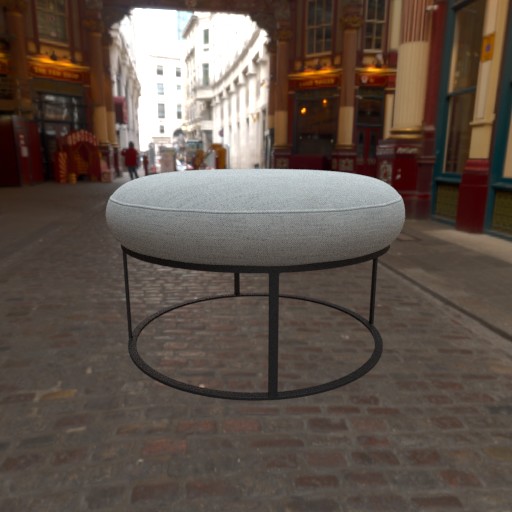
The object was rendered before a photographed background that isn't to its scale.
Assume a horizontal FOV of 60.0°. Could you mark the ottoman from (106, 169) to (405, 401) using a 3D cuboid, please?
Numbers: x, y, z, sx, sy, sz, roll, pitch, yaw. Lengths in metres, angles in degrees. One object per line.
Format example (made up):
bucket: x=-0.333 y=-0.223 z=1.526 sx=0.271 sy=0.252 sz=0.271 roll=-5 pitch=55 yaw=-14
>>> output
ottoman: x=0.000 y=0.000 z=1.225 sx=0.769 sy=0.459 sz=0.769 roll=0 pitch=13 yaw=0
